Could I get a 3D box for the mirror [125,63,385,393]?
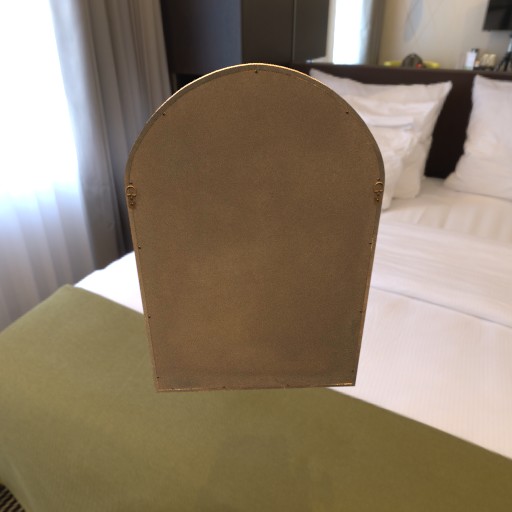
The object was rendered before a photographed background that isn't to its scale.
[{"bbox_3d":[0.000,0.000,1.143,0.609,0.915,0.032,-1,29,-2],"label":"mirror"}]
